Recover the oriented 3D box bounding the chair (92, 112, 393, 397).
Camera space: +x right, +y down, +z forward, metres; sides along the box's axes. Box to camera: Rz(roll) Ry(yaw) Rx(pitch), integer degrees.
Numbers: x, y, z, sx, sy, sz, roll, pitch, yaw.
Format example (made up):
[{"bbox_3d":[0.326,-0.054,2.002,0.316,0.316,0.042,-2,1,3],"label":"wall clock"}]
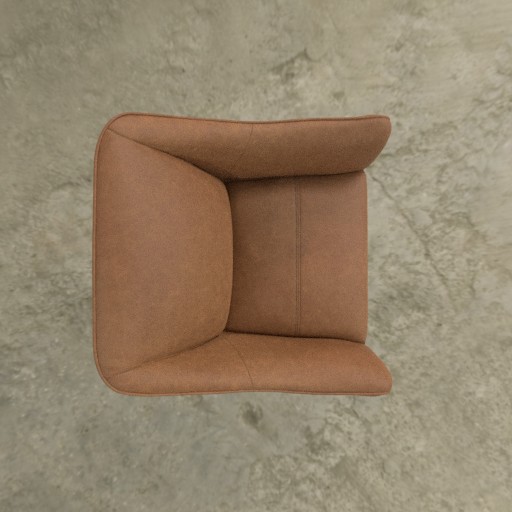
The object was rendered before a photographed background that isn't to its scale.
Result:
[{"bbox_3d":[0.000,0.000,1.522,0.852,0.830,0.871,0,89,-2],"label":"chair"}]
